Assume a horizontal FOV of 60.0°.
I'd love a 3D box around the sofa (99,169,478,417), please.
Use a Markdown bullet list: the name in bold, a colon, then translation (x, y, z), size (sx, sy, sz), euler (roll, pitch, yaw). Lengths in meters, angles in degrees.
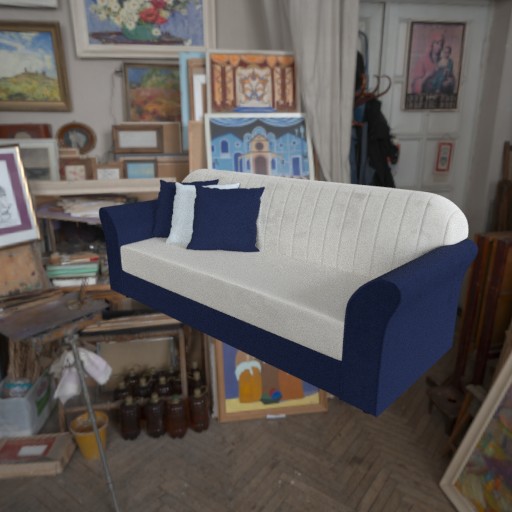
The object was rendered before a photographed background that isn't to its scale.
- **sofa**: translation (0.000, 0.000, 2.409), size (2.006, 0.789, 0.749), euler (15, 23, 41)
